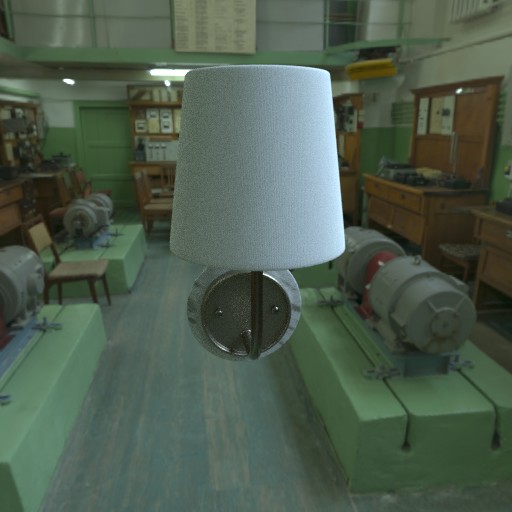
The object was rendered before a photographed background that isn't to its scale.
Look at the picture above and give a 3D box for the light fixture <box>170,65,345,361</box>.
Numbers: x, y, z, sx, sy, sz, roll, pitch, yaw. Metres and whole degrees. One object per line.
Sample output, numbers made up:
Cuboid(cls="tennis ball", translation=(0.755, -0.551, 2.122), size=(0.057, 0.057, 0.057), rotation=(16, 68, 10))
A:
Cuboid(cls="light fixture", translation=(0.000, 0.000, 0.444), size=(0.168, 0.337, 0.188), rotation=(-3, 17, -8))
